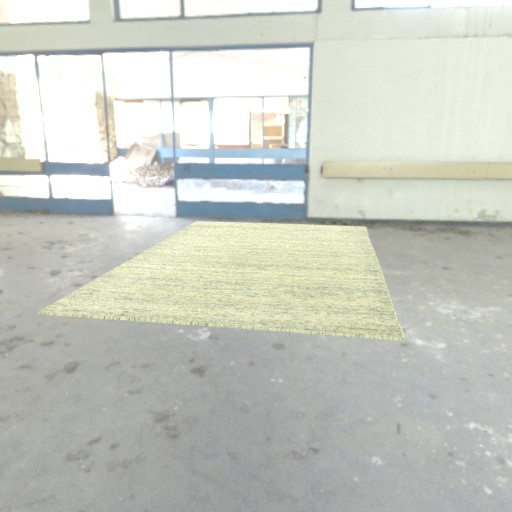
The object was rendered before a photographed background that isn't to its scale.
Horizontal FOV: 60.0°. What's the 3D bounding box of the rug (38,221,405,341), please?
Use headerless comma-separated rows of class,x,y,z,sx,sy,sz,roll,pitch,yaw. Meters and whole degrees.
rug,0.000,0.000,2.321,1.243,0.014,1.846,3,15,10
